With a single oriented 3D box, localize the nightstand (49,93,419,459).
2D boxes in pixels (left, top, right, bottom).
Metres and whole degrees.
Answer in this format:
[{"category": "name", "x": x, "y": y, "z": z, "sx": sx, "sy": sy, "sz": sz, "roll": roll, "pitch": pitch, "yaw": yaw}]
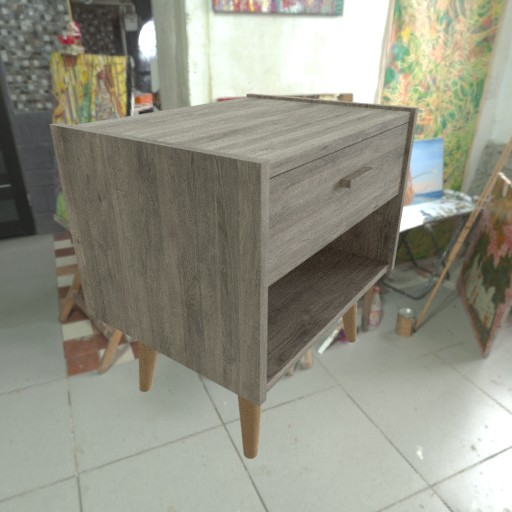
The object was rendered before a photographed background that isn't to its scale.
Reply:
[{"category": "nightstand", "x": 0.000, "y": 0.000, "z": 0.816, "sx": 0.380, "sy": 0.500, "sz": 0.480, "roll": 18, "pitch": 31, "yaw": 32}]
